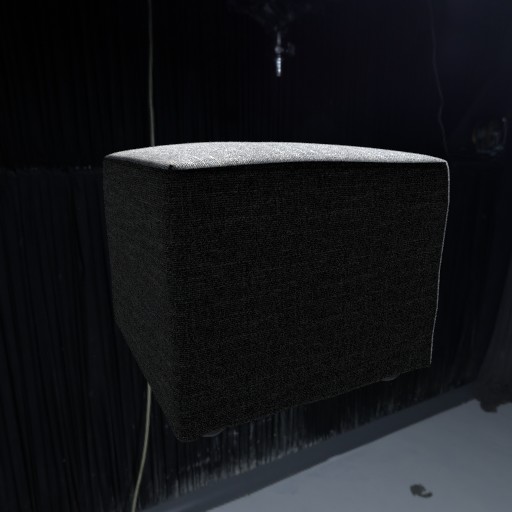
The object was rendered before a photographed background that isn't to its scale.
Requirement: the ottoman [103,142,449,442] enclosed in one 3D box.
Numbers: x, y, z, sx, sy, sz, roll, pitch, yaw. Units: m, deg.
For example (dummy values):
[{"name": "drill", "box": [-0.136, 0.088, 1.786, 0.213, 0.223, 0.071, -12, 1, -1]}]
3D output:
[{"name": "ottoman", "box": [0.000, 0.000, 0.911, 0.512, 0.453, 0.521, -7, 16, -26]}]
